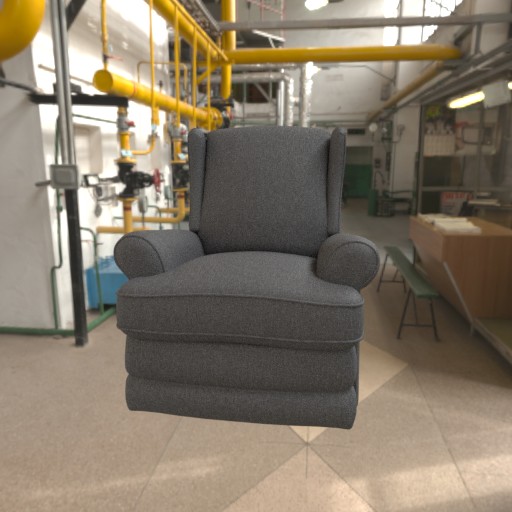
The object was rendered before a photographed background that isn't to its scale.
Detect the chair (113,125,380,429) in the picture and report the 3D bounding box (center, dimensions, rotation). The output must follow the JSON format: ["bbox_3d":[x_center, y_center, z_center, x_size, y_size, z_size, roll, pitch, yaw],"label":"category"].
[{"bbox_3d":[0.000,0.000,1.697,0.847,1.011,0.969,2,13,8],"label":"chair"}]
